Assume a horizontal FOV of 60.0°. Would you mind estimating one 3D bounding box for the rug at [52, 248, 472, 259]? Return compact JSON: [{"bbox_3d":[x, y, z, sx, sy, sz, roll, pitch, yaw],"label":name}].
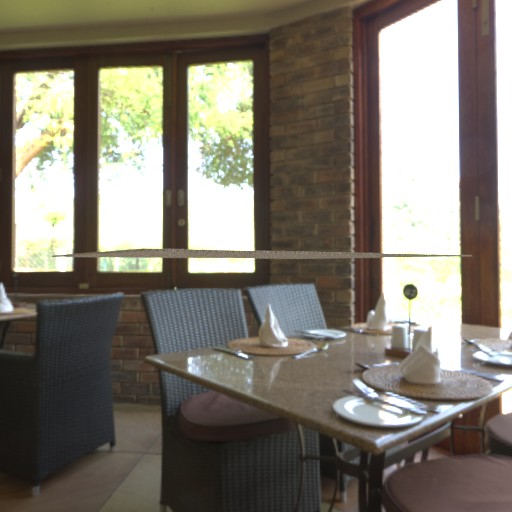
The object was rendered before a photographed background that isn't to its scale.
[{"bbox_3d":[0.000,0.000,3.879,2.894,0.013,2.286,1,-1,-35],"label":"rug"}]
